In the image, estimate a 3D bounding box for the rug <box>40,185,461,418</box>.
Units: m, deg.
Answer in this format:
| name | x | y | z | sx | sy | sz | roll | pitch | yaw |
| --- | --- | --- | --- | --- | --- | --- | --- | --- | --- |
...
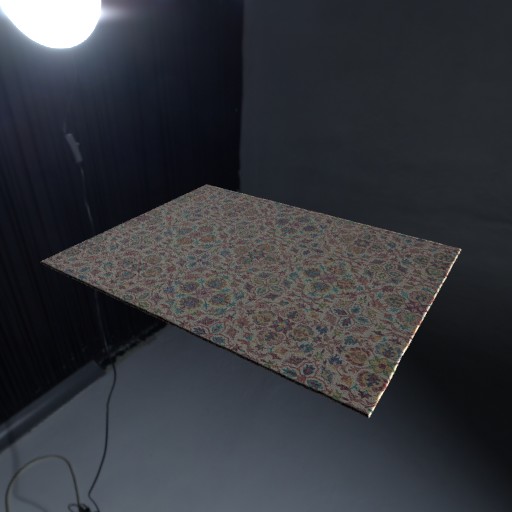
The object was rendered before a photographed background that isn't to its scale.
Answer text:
| name | x | y | z | sx | sy | sz | roll | pitch | yaw |
| --- | --- | --- | --- | --- | --- | --- | --- | --- | --- |
| rug | 0.000 | 0.000 | 4.237 | 3.215 | 0.020 | 2.446 | 18 | 34 | 29 |
